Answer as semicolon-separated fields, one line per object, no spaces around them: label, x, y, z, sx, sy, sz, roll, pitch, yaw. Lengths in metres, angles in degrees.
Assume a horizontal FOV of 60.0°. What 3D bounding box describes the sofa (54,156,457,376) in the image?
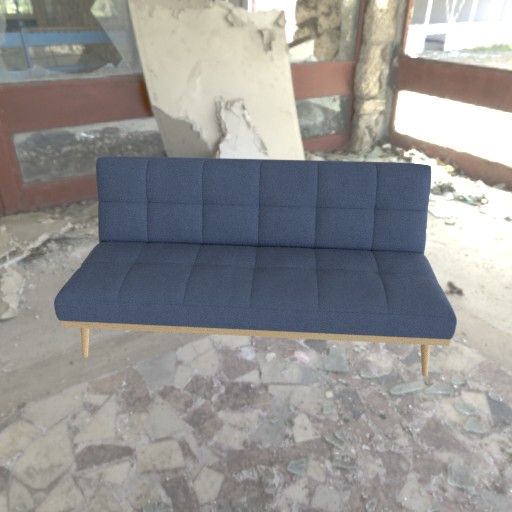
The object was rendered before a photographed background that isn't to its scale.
sofa;0.000;0.000;2.251;1.800;0.800;0.796;2;30;4
